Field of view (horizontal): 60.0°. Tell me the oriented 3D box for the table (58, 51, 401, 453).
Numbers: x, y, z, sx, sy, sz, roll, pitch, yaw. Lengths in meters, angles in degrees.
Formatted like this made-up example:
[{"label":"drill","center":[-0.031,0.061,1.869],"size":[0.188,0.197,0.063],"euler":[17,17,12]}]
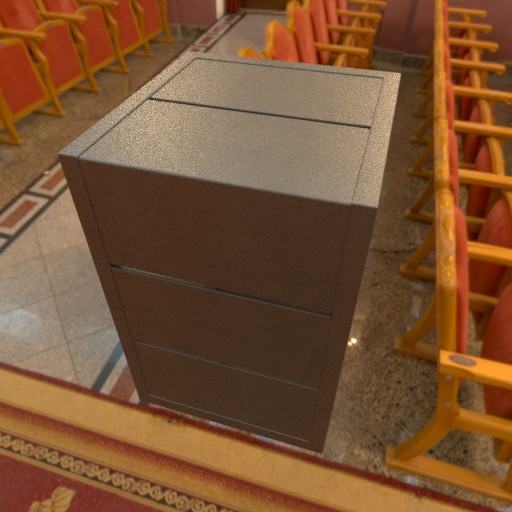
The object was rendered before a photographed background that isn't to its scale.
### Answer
[{"label":"table","center":[0.000,0.000,0.875],"size":[0.405,0.609,0.420],"euler":[12,43,13]}]
